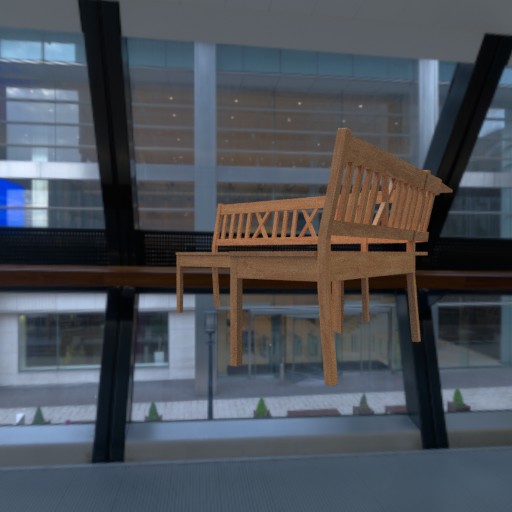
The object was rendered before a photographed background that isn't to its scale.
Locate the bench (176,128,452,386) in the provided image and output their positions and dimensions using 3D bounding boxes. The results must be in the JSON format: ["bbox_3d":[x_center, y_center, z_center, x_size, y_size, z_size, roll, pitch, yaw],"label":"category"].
[{"bbox_3d":[0.000,0.000,2.721,1.937,0.902,1.537,0,0,37],"label":"bench"}]
